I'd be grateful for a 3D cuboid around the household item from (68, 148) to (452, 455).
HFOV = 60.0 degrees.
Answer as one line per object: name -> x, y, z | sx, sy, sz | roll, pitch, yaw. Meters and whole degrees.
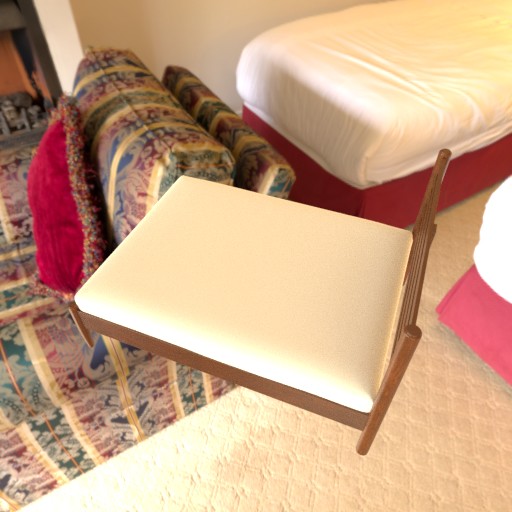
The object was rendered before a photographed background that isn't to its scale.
household item -> 0.000, 0.000, 3.254 | 2.232, 1.356, 1.663 | 16, 47, 15
